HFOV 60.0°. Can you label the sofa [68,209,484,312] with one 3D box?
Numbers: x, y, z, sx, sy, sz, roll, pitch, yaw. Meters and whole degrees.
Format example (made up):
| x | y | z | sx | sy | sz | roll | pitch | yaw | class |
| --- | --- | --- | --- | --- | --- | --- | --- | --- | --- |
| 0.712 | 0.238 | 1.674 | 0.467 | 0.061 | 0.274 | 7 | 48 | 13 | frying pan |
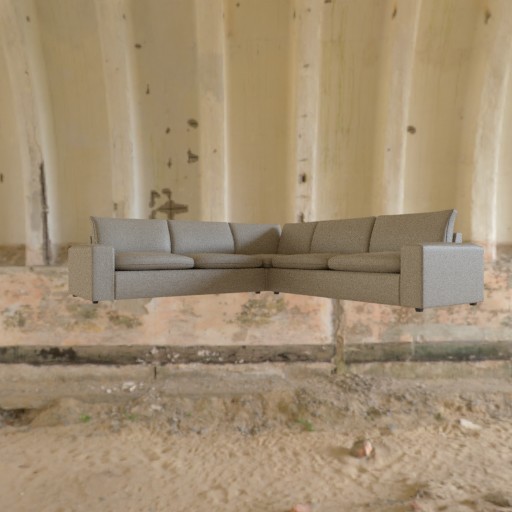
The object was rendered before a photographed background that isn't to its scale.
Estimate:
| x | y | z | sx | sy | sz | roll | pitch | yaw | class |
| --- | --- | --- | --- | --- | --- | --- | --- | --- | --- |
| 0.000 | 0.000 | 3.992 | 2.622 | 0.800 | 2.742 | 0 | 0 | -34 | sofa |
